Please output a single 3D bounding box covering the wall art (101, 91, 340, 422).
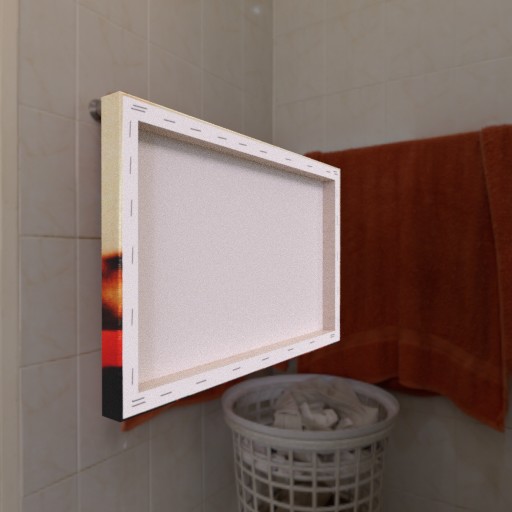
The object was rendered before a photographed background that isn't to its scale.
[{"bbox_3d":[0.000,0.000,0.796,0.040,0.402,0.613,0,0,36],"label":"wall art"}]
